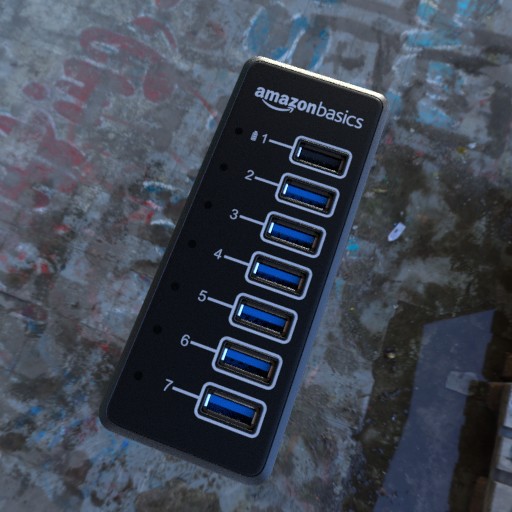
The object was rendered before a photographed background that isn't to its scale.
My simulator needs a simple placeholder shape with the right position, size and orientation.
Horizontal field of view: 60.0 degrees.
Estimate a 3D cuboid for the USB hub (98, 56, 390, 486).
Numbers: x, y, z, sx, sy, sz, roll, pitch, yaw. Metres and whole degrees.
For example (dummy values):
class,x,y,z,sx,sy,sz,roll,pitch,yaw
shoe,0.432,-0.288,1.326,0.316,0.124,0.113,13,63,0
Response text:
class,x,y,z,sx,sy,sz,roll,pitch,yaw
USB hub,0.000,0.000,0.127,0.044,0.023,0.110,19,77,5
